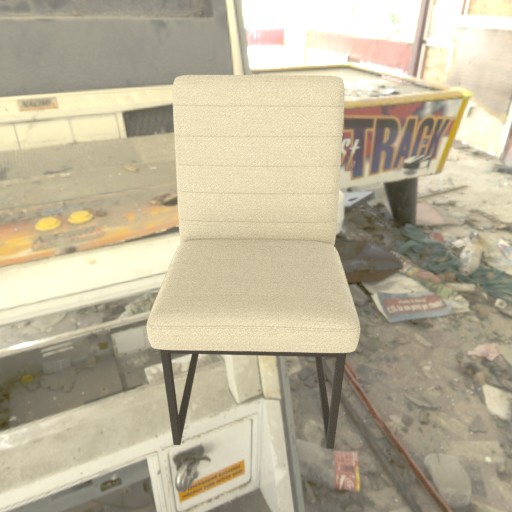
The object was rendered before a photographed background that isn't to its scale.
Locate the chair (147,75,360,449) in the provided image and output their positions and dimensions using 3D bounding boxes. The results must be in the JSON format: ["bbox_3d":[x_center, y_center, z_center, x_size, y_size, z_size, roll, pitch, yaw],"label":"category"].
[{"bbox_3d":[0.000,0.000,1.309,0.520,0.930,0.634,1,30,1],"label":"chair"}]
